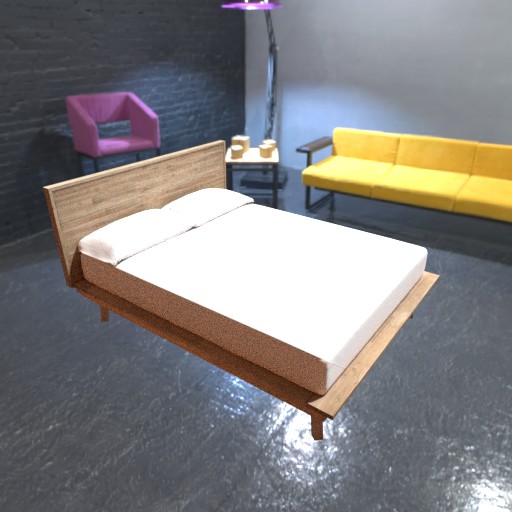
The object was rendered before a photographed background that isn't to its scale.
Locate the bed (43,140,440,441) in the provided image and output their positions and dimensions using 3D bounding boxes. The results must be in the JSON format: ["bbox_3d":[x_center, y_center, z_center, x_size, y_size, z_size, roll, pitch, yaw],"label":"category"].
[{"bbox_3d":[0.000,0.000,3.174,2.145,1.071,1.759,18,32,32],"label":"bed"}]
